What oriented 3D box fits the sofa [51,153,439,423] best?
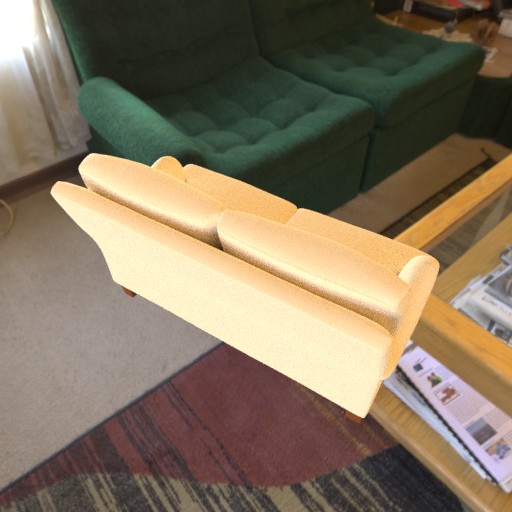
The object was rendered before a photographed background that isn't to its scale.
[{"bbox_3d":[0.000,0.000,2.527,1.853,1.101,1.084,24,51,22],"label":"sofa"}]
